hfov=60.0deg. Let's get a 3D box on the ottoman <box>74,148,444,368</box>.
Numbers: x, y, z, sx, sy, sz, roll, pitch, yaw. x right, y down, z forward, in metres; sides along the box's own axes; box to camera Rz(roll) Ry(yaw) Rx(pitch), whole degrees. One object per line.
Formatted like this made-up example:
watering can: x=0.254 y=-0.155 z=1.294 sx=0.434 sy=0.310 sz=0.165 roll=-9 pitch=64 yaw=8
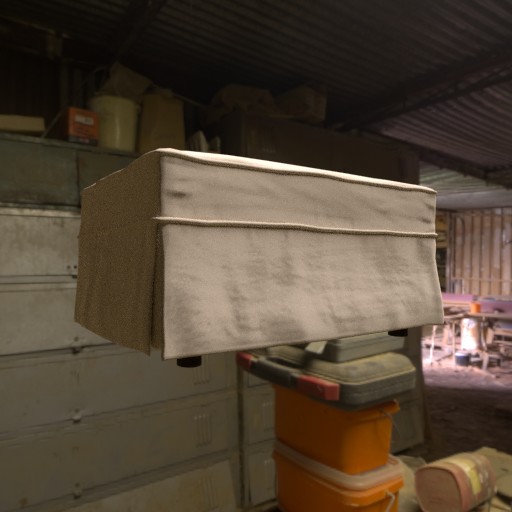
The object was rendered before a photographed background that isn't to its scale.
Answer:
ottoman: x=0.000 y=0.000 z=1.351 sx=0.944 sy=0.479 sz=0.703 roll=1 pitch=-1 yaw=-34
